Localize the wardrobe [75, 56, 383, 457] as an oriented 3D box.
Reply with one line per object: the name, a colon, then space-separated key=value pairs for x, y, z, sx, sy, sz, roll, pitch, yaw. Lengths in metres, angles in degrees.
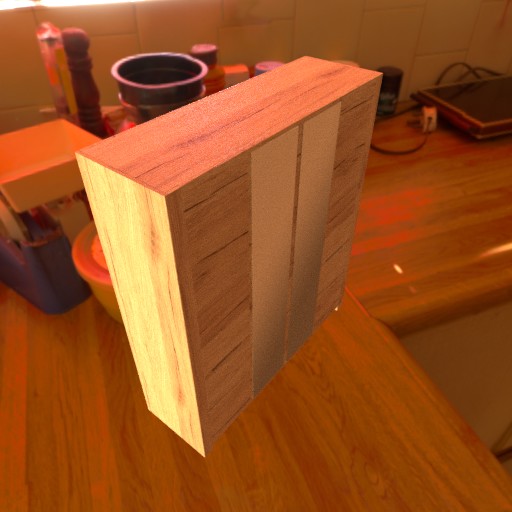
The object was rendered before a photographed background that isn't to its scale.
wardrobe: x=0.000 y=0.000 z=3.003 sx=0.580 sy=2.070 sz=1.810 roll=27 pitch=47 yaw=29
